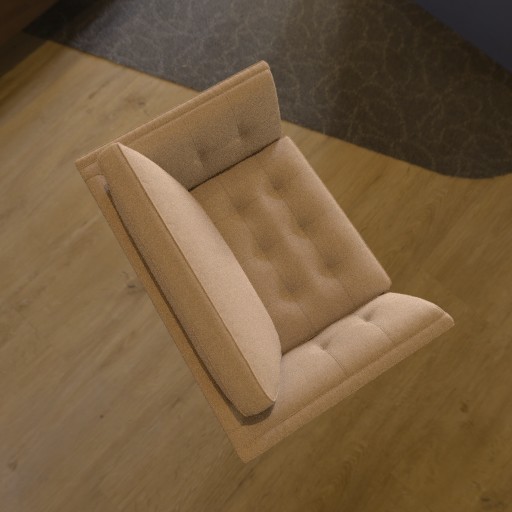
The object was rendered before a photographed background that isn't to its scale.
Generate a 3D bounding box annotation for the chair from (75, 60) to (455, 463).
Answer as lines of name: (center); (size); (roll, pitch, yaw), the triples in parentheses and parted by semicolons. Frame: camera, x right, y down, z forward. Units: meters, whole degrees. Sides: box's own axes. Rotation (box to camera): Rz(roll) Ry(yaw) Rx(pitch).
chair: (0.000, 0.000, 2.070); (0.965, 0.940, 1.397); (-31, 77, -8)
